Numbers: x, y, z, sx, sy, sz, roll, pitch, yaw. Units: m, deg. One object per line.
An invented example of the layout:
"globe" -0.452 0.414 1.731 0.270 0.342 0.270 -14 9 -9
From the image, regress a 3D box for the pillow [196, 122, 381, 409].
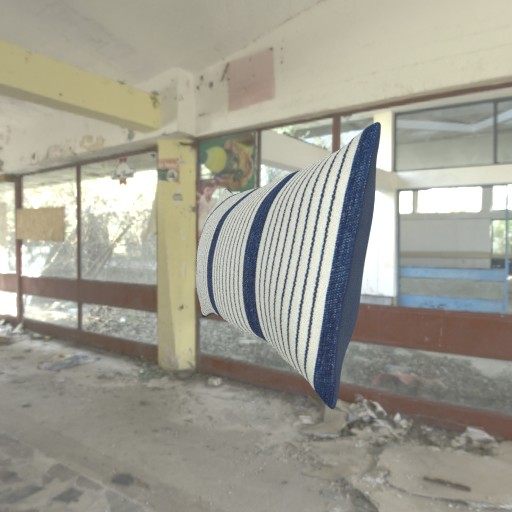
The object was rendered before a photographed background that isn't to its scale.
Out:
"pillow" 0.000 0.000 0.726 0.156 0.292 0.608 0 1 -19
